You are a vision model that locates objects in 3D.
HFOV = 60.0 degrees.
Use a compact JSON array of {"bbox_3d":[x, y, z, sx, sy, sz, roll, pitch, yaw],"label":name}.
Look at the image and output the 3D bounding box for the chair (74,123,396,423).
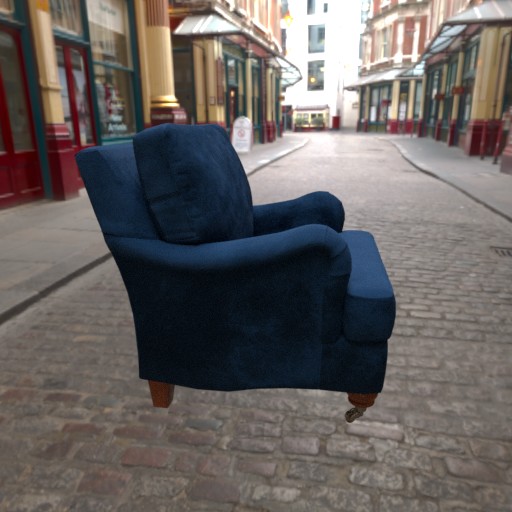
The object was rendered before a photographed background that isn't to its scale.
[{"bbox_3d":[0.000,0.000,1.877,1.078,1.076,0.895,3,17,9],"label":"chair"}]
